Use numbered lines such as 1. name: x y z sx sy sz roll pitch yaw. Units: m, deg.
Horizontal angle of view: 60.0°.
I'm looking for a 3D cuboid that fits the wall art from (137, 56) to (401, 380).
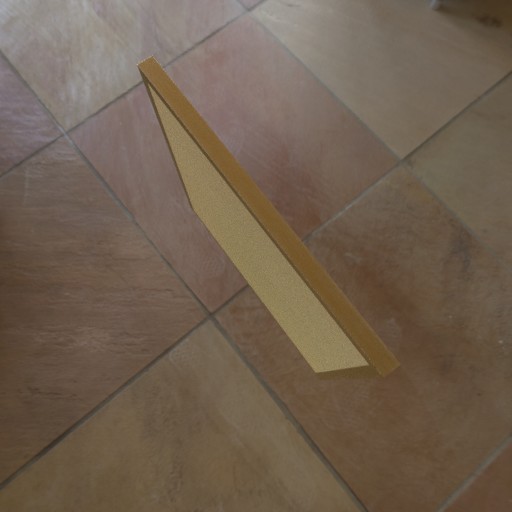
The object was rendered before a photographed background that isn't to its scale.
1. wall art: 0.000 0.000 1.183 0.037 0.760 0.762 -35 77 -9
